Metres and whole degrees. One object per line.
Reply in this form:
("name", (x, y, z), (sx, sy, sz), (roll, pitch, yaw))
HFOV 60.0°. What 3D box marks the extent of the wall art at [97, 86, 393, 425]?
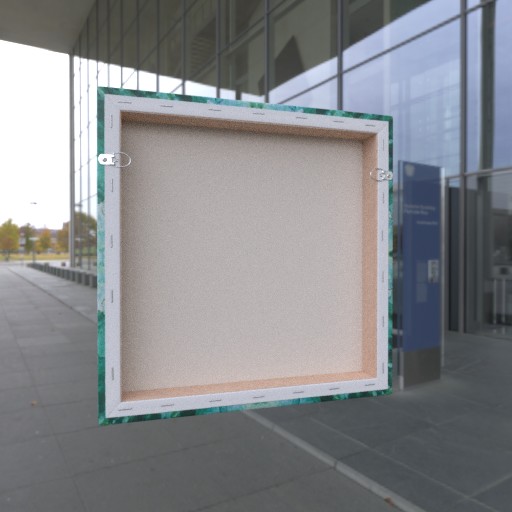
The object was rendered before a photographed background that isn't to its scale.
("wall art", (0.000, 0.000, 0.466), (0.313, 0.313, 0.033), (0, 1, -17))
